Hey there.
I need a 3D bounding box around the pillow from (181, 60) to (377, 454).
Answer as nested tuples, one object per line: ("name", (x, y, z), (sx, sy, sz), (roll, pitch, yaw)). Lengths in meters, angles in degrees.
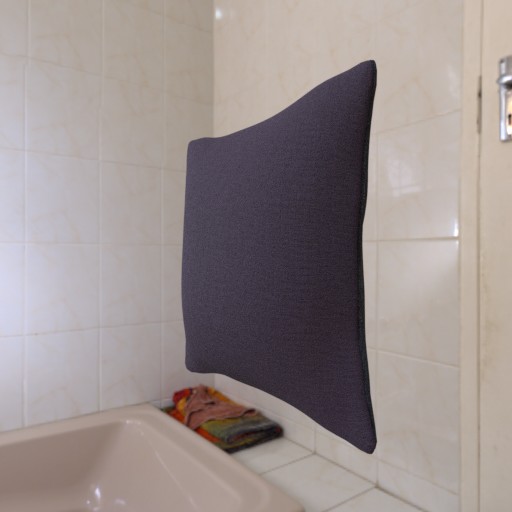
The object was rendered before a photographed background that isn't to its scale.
("pillow", (0.000, 0.000, 0.638), (0.136, 0.419, 0.437), (0, 0, -35))
